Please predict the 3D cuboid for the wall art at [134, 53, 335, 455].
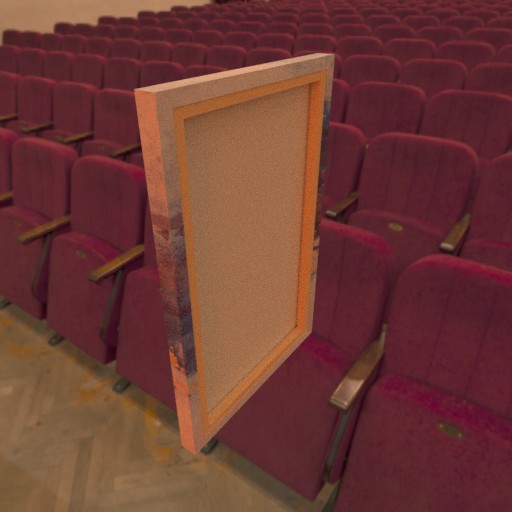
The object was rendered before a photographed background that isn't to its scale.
[{"bbox_3d":[0.000,0.000,1.108,0.048,0.874,0.583,21,37,30],"label":"wall art"}]
